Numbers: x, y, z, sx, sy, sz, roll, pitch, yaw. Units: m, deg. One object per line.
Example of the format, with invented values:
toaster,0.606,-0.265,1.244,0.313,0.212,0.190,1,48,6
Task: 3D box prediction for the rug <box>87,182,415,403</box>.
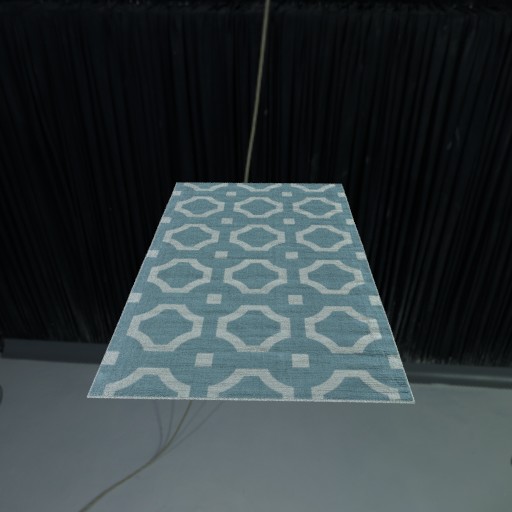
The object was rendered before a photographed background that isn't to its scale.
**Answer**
rug,0.000,0.000,3.079,1.528,0.015,2.443,1,33,1
